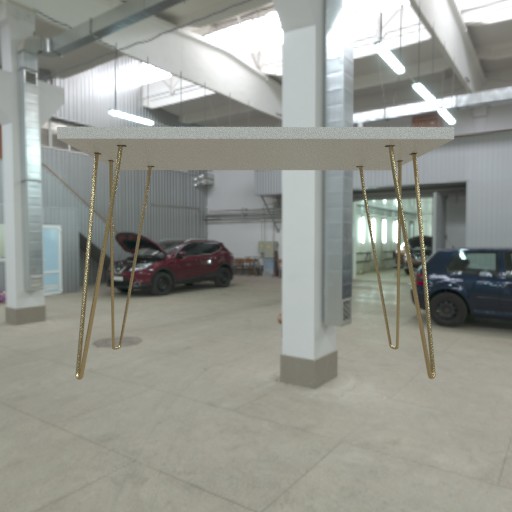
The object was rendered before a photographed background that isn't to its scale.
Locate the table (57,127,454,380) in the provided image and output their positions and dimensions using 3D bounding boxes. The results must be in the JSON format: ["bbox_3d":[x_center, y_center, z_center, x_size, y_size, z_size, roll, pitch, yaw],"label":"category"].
[{"bbox_3d":[0.000,0.000,1.363,0.991,0.660,0.498,0,2,0],"label":"table"}]
